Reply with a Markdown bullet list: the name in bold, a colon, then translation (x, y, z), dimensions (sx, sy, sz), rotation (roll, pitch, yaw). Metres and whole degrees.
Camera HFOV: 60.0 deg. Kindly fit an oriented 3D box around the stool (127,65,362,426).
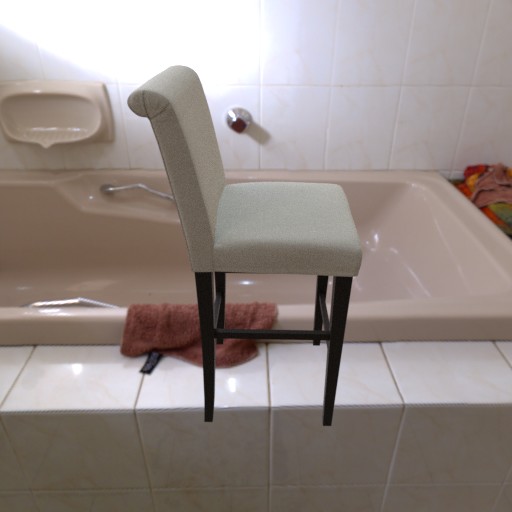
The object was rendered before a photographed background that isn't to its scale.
- **stool**: translation (0.000, 0.000, 1.474), dimensions (0.597, 1.124, 0.452), rotation (1, 30, 1)
